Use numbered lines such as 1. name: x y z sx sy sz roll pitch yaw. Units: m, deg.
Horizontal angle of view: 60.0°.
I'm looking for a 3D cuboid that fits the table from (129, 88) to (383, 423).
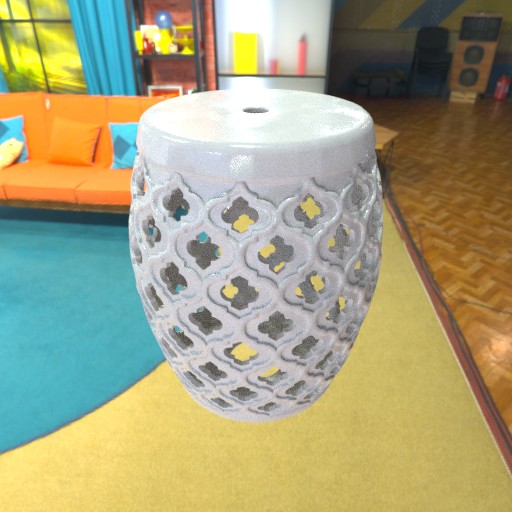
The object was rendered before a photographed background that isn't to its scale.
1. table: 0.000 0.000 0.604 0.325 0.388 0.325 0 32 0
